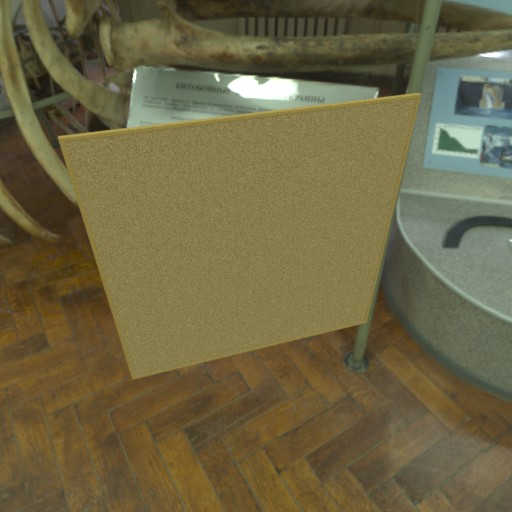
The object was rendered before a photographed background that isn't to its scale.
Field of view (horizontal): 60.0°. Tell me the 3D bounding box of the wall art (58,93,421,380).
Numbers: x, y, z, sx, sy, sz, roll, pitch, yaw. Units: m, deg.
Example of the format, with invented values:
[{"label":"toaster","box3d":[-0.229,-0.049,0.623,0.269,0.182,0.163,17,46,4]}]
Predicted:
[{"label":"wall art","box3d":[0.000,0.000,1.448,0.962,0.959,0.013,-11,41,-13]}]
